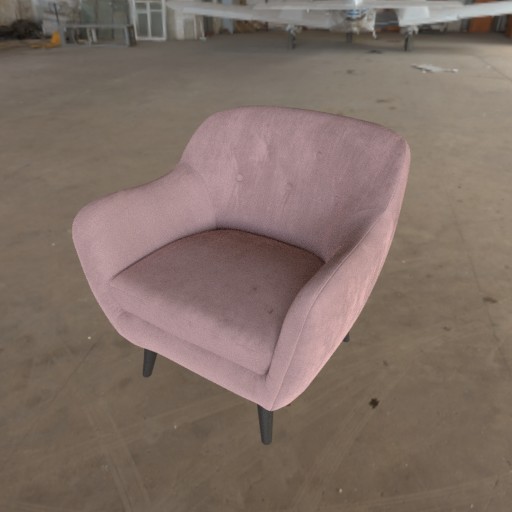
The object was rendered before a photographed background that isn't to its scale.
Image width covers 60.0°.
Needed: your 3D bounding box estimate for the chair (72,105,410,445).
[{"bbox_3d":[0.000,0.000,1.498,0.840,0.820,0.820,18,36,28],"label":"chair"}]
